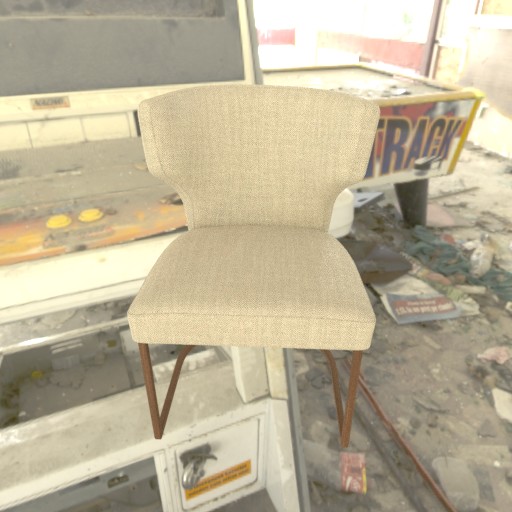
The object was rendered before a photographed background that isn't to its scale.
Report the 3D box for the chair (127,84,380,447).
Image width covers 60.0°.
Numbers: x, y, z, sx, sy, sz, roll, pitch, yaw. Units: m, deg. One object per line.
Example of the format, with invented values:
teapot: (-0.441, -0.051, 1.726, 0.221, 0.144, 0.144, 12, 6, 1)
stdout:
chair: (0.000, 0.000, 1.234, 0.611, 0.824, 0.617, 1, 30, 2)
